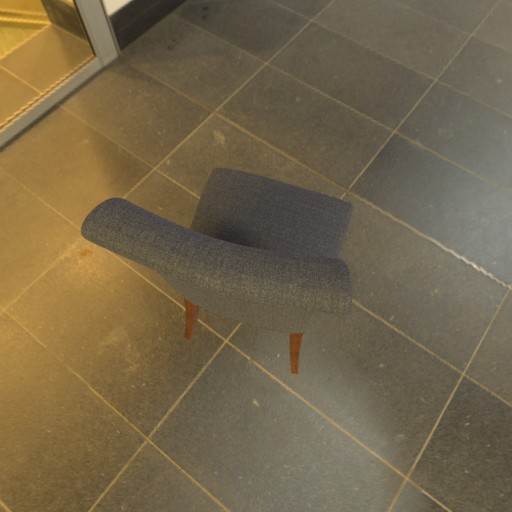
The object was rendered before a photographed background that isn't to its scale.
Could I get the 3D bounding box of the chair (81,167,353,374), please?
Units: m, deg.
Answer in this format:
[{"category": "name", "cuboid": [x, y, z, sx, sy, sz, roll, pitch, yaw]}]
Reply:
[{"category": "chair", "cuboid": [0.000, 0.000, 1.319, 0.513, 0.988, 0.608, 16, 65, 8]}]
